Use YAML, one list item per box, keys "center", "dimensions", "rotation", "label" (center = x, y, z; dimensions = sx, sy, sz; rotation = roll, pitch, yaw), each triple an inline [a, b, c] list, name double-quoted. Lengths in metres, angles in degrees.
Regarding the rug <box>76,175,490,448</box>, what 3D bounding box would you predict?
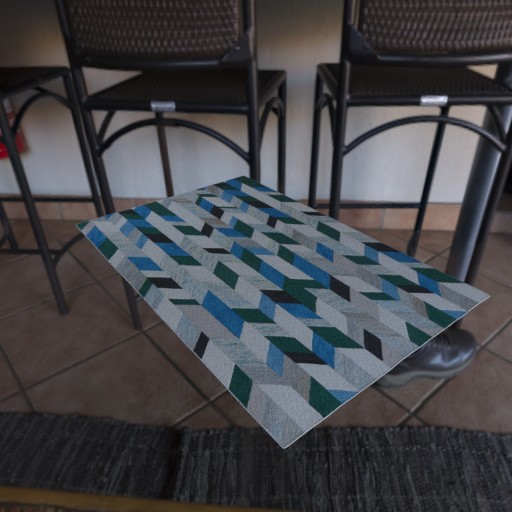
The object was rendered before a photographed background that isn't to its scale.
- center: [0.000, 0.000, 2.262]
  dimensions: [1.229, 0.005, 1.827]
  rotation: [-23, 38, -32]
  label: "rug"
